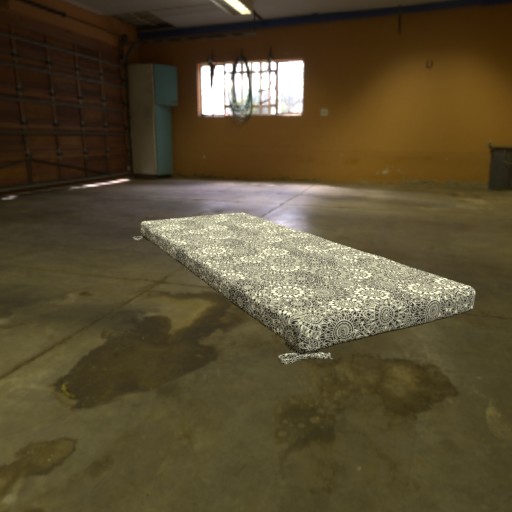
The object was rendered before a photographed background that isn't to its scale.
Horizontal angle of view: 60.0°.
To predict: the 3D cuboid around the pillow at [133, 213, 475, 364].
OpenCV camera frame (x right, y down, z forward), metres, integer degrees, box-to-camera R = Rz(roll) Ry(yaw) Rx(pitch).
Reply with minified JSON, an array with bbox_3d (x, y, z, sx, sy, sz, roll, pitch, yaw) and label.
[{"bbox_3d":[0.000,0.000,1.346,0.492,0.081,1.187,-8,17,-27],"label":"pillow"}]
